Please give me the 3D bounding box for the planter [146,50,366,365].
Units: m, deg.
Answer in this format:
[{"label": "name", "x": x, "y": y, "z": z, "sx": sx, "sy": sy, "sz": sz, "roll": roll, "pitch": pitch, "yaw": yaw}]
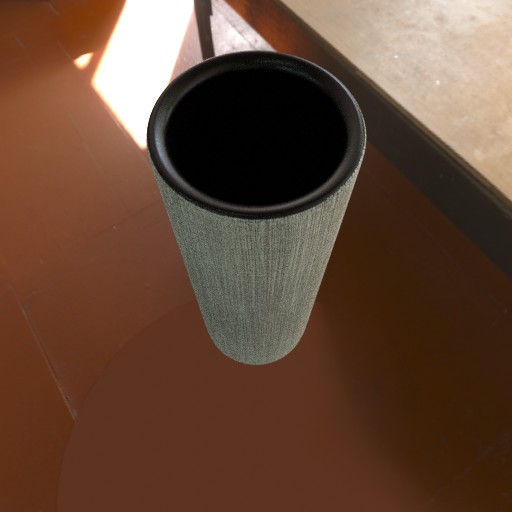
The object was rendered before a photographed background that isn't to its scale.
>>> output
[{"label": "planter", "x": 0.000, "y": 0.000, "z": 0.321, "sx": 0.100, "sy": 0.270, "sz": 0.100, "roll": 0, "pitch": 64, "yaw": 0}]
